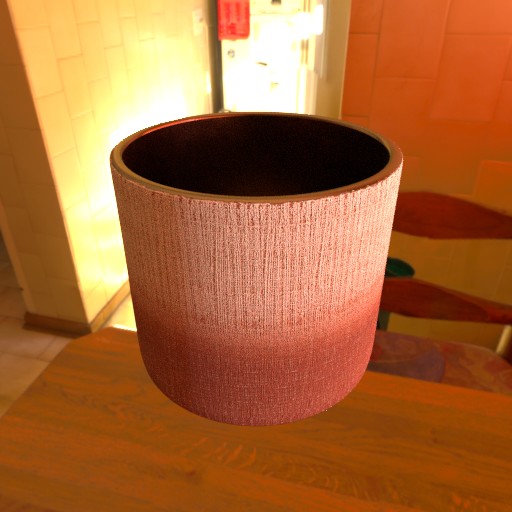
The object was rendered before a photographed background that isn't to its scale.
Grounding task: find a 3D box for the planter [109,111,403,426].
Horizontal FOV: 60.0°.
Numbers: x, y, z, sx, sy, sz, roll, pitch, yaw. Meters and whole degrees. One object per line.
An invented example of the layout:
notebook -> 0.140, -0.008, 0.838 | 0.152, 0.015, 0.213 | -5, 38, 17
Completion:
planter -> 0.000, 0.000, 0.390 | 0.221, 0.201, 0.221 | 0, 31, 0
